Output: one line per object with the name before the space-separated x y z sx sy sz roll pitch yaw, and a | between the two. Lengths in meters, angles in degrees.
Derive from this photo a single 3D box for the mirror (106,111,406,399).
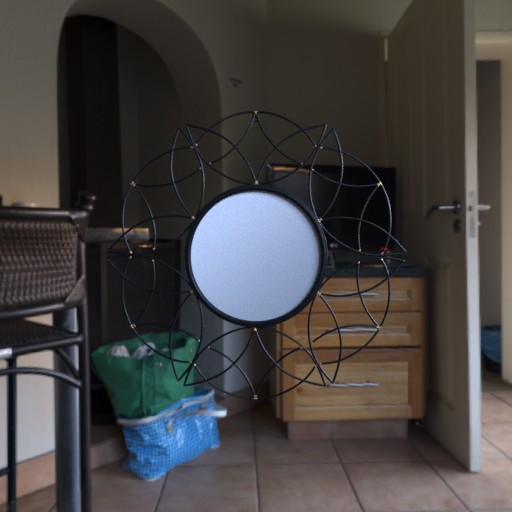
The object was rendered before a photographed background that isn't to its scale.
mirror | 0.000 0.000 1.184 0.797 0.775 0.028 0 1 0
